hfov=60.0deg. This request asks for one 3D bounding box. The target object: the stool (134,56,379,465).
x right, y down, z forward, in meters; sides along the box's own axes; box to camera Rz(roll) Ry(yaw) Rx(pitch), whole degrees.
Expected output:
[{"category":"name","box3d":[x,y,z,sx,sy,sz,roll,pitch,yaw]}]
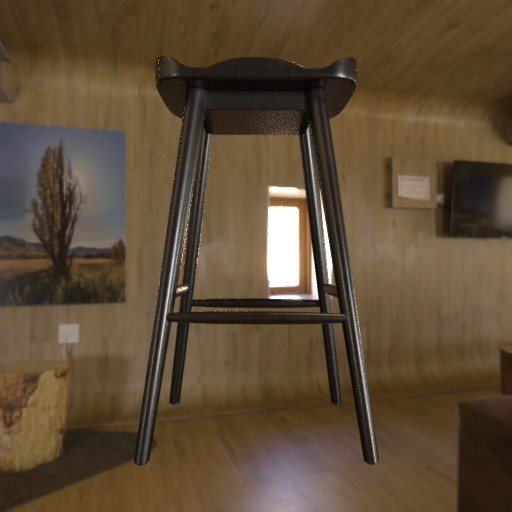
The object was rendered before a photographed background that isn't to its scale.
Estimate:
[{"category":"stool","box3d":[0.000,0.000,0.968,0.440,0.749,0.361,0,-1,0]}]
